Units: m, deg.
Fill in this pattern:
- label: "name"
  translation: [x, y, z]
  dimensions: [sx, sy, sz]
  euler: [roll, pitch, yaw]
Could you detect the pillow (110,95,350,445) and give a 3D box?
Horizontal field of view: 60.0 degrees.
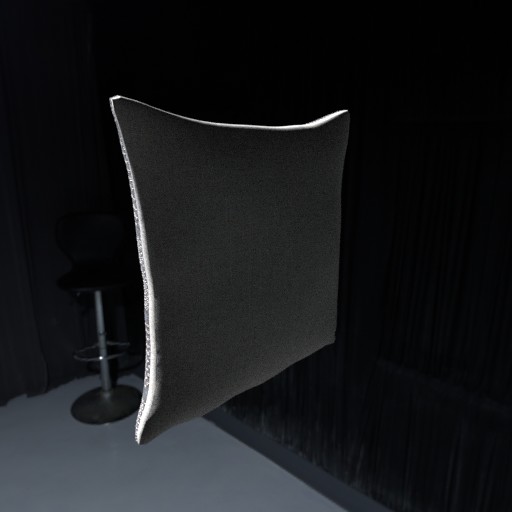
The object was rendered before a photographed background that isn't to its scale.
- label: "pillow"
  translation: [0.000, 0.000, 0.666]
  dimensions: [0.435, 0.432, 0.138]
  euler: [-15, 21, -43]
